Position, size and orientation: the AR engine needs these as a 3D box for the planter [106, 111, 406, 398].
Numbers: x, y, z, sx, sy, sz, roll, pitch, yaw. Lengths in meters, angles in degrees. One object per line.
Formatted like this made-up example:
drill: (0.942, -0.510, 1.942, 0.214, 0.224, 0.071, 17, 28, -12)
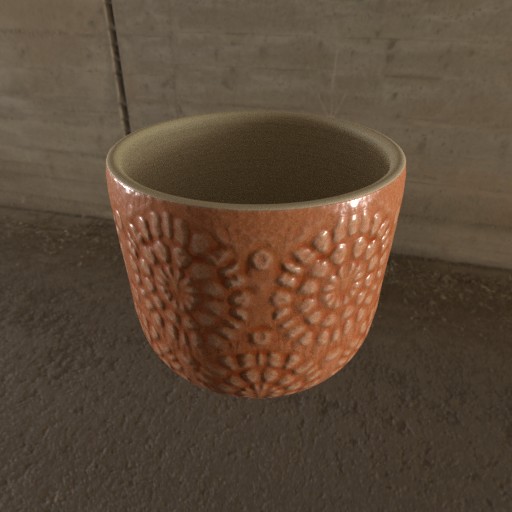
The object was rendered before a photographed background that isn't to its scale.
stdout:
planter: (0.000, 0.000, 0.216, 0.124, 0.109, 0.124, 0, 32, 0)
